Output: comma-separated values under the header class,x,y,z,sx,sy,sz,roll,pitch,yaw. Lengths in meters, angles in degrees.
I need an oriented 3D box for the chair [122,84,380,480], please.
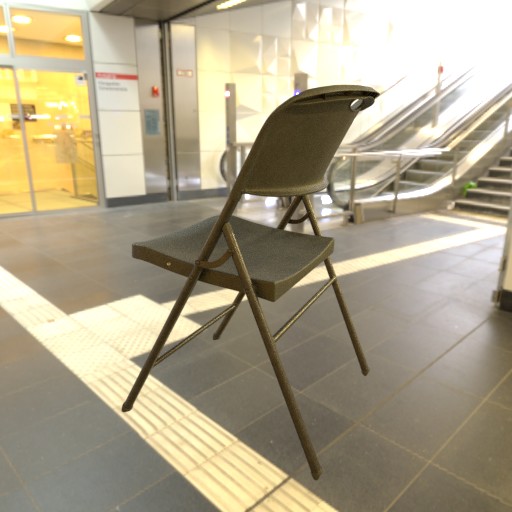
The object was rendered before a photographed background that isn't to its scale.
class,x,y,z,sx,sy,sz,roll,pitch,yaw
chair,0.000,0.000,1.160,0.566,0.810,0.494,8,18,25
